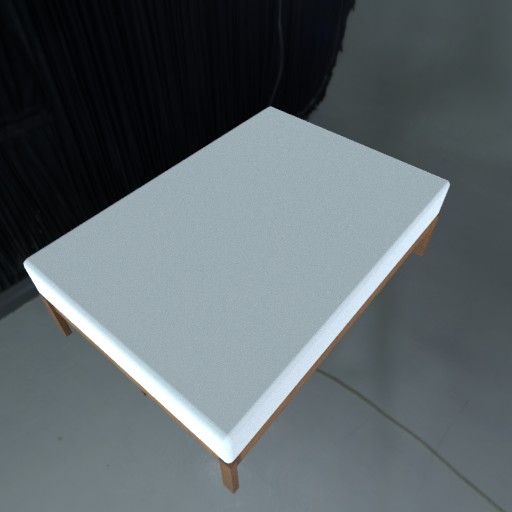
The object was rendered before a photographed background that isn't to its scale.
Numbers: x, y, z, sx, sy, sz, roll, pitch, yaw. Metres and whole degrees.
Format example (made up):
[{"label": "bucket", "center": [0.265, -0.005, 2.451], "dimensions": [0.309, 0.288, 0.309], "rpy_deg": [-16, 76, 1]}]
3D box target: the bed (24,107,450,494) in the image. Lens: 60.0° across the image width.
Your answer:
[{"label": "bed", "center": [0.000, 0.000, 2.557], "dimensions": [1.348, 0.616, 1.927], "rpy_deg": [32, 55, 26]}]
